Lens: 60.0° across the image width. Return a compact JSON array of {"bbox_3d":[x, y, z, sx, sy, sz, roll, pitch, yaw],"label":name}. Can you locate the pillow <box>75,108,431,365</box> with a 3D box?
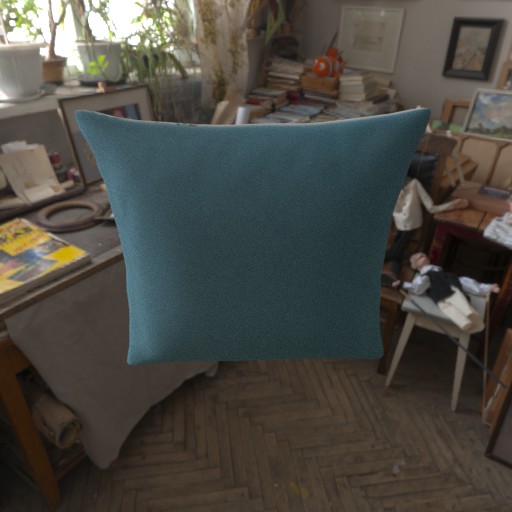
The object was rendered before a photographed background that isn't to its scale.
[{"bbox_3d":[0.000,0.000,0.782,0.526,0.507,0.166,-1,31,-2],"label":"pillow"}]
